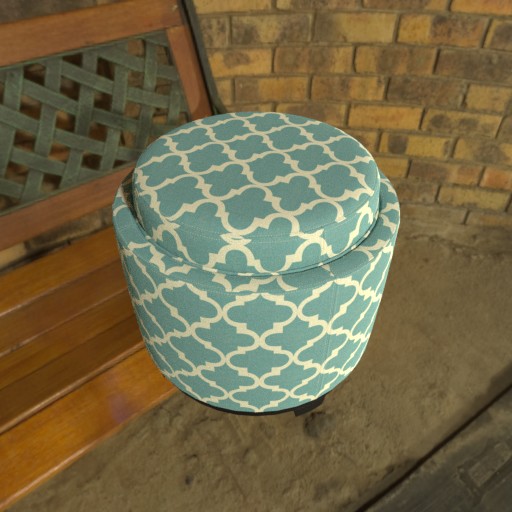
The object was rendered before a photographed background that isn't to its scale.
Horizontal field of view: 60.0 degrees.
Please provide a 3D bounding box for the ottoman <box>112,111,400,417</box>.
[{"bbox_3d":[0.000,0.000,0.839,0.480,0.429,0.480,0,42,0],"label":"ottoman"}]
